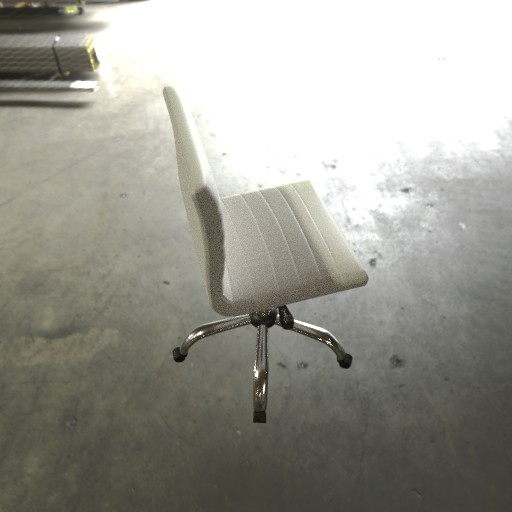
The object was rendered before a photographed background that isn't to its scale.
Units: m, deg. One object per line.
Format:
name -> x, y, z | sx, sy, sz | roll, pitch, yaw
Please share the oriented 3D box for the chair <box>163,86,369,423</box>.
chair -> 0.000, 0.000, 1.146 | 0.530, 0.780, 0.556 | -11, 47, -11
